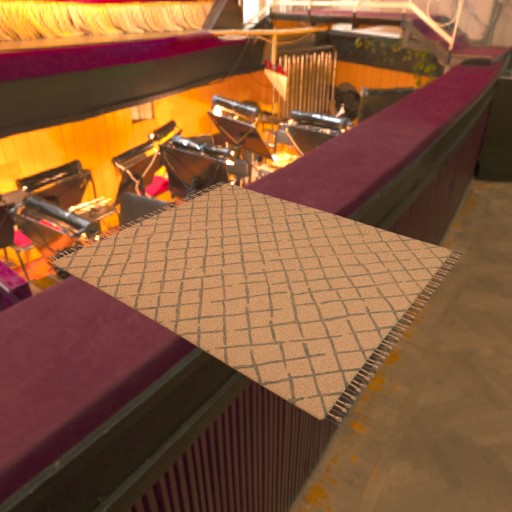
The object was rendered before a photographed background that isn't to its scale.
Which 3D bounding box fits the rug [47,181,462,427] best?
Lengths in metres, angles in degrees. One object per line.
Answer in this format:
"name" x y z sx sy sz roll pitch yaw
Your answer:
"rug" 0.000 0.000 4.856 3.585 0.036 2.892 22 37 32
